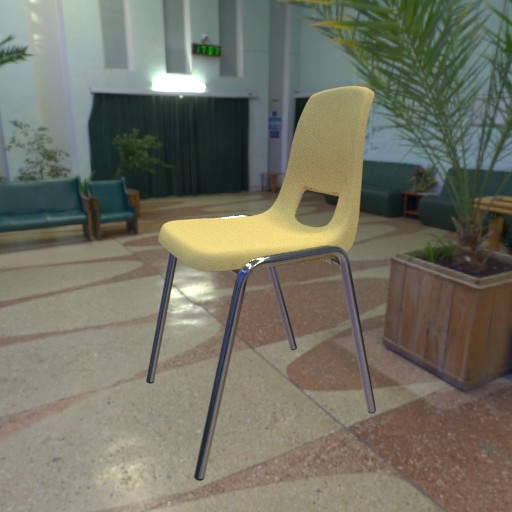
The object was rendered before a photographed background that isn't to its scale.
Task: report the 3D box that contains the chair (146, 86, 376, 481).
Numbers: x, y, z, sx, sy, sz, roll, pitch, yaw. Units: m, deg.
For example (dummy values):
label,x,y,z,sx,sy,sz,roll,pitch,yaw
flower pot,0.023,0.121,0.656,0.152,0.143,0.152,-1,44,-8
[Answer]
label,x,y,z,sx,sy,sz,roll,pitch,yaw
chair,0.000,0.000,0.962,0.436,0.704,0.381,-8,18,-26
